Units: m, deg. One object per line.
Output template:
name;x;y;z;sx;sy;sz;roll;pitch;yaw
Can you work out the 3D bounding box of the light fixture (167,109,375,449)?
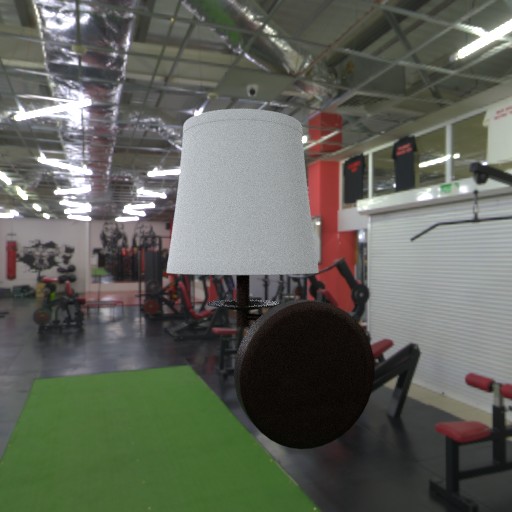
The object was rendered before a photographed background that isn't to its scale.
light fixture;0.000;0.000;0.271;0.100;0.172;0.157;0;0;-18
